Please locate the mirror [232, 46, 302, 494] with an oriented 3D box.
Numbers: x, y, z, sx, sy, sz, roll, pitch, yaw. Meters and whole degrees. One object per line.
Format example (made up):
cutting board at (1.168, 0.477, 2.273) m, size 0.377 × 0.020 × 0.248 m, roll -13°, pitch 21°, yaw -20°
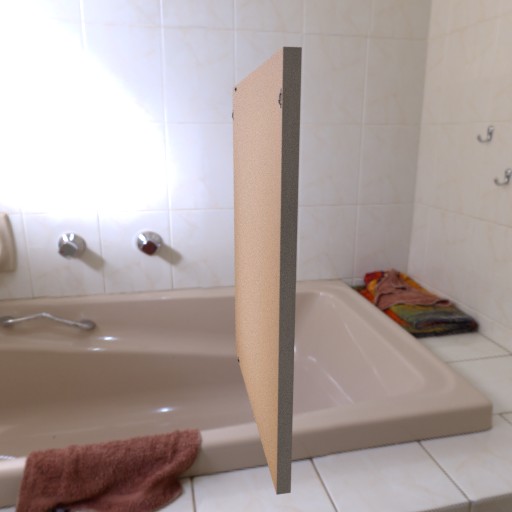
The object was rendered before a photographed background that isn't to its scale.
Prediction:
mirror at (0.000, 0.000, 1.325) m, size 0.041 × 1.016 × 0.762 m, roll -3°, pitch 15°, yaw -10°
